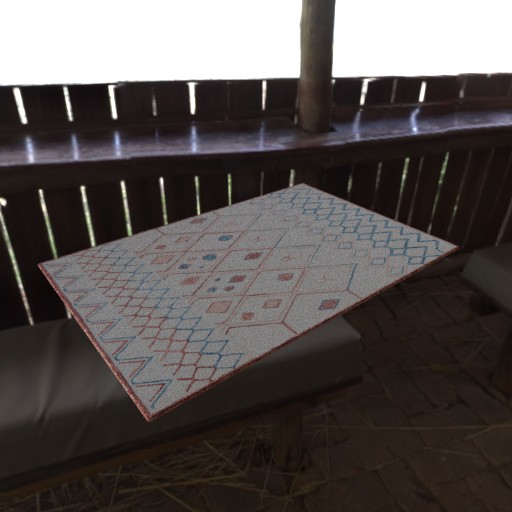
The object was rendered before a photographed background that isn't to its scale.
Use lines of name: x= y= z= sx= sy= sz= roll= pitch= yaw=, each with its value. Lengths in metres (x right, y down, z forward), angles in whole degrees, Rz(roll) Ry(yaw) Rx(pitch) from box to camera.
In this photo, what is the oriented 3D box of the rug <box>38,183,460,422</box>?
rug: x=0.000 y=0.000 z=2.301 sx=1.829 sy=0.016 sz=1.219 roll=-22 pitch=36 yaw=-32
